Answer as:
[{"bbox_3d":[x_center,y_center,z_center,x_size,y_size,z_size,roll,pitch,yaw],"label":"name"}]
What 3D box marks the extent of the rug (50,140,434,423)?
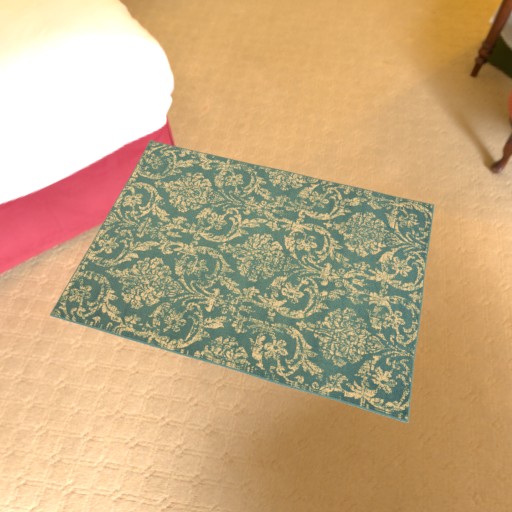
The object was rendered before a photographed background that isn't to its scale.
[{"bbox_3d":[0.000,0.000,2.961,2.205,0.012,1.554,14,61,8],"label":"rug"}]
